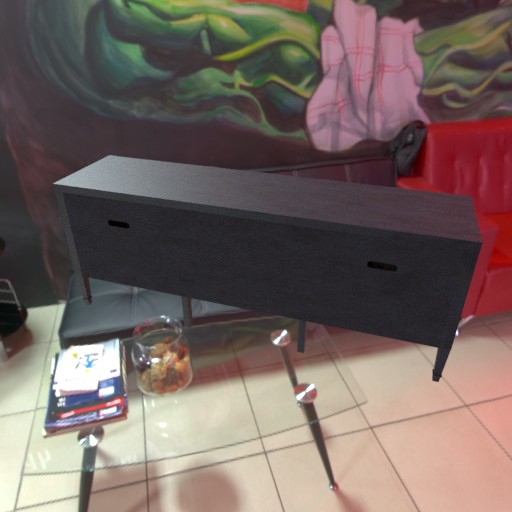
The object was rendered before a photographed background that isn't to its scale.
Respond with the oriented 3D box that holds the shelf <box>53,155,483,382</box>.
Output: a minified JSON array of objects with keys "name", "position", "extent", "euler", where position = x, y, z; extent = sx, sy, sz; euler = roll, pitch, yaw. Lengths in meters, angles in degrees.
[{"name":"shelf","position":[0.000,0.000,2.228],"extent":[1.878,0.715,0.471],"euler":[9,32,16]}]
